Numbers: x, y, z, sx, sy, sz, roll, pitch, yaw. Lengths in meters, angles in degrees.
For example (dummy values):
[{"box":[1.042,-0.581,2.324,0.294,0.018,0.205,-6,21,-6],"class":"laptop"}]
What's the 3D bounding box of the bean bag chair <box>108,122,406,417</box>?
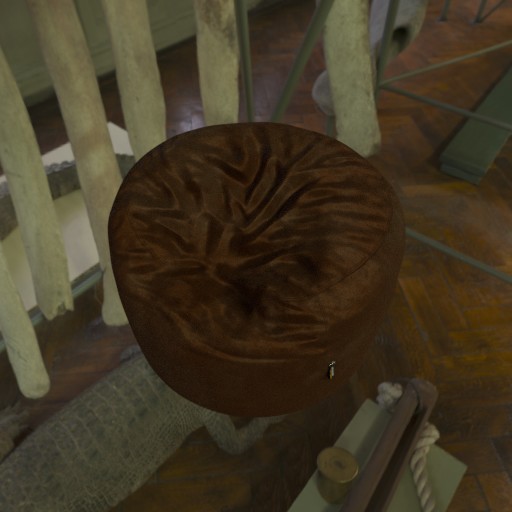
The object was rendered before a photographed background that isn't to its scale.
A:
[{"box":[0.000,0.000,1.494,0.918,0.616,0.918,0,47,0],"class":"bean bag chair"}]
